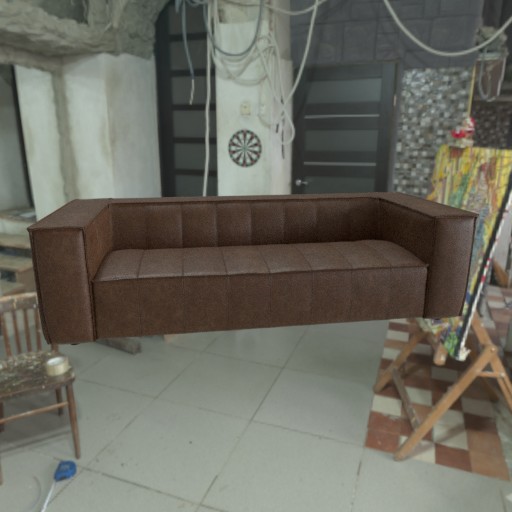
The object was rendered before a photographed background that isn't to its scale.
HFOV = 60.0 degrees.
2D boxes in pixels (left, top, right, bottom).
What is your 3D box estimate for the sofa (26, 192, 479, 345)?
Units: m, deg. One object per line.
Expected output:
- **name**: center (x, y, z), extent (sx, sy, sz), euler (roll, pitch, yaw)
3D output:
- **sofa**: center (0.000, 0.000, 3.025), extent (2.581, 0.701, 1.102), euler (-2, 16, -9)
